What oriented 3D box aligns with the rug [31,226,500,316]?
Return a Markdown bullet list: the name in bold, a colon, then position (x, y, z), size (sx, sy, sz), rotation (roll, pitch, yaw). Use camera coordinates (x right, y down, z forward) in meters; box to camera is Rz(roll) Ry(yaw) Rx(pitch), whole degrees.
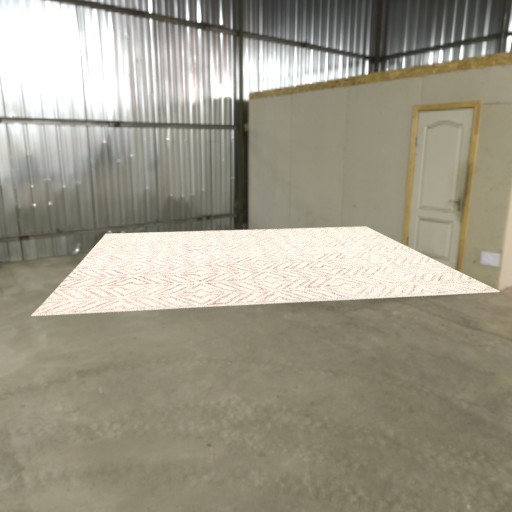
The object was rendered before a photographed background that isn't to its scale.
- **rug**: position (0.000, 0.000, 3.994), size (3.045, 0.008, 2.421), rotation (-2, 15, -8)
